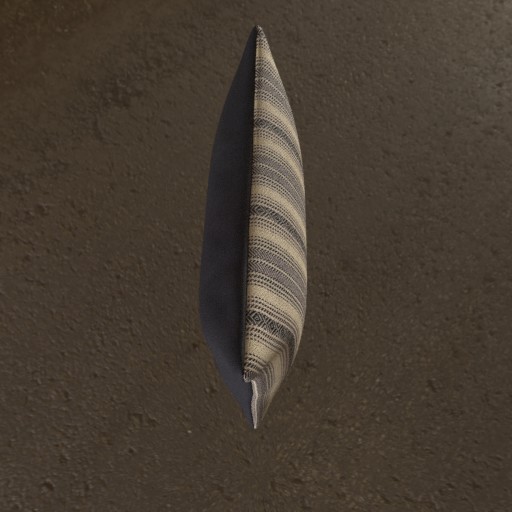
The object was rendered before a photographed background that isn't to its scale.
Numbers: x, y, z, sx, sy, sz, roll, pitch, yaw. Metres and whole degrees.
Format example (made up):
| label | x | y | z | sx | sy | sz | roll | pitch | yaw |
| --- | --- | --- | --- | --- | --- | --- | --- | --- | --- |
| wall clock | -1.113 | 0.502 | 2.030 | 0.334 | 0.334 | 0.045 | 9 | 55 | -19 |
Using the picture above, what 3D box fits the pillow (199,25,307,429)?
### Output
| label | x | y | z | sx | sy | sz | roll | pitch | yaw |
| --- | --- | --- | --- | --- | --- | --- | --- | --- | --- |
| pillow | 0.000 | 0.000 | 0.771 | 0.166 | 0.508 | 0.520 | 1 | 64 | 1 |
